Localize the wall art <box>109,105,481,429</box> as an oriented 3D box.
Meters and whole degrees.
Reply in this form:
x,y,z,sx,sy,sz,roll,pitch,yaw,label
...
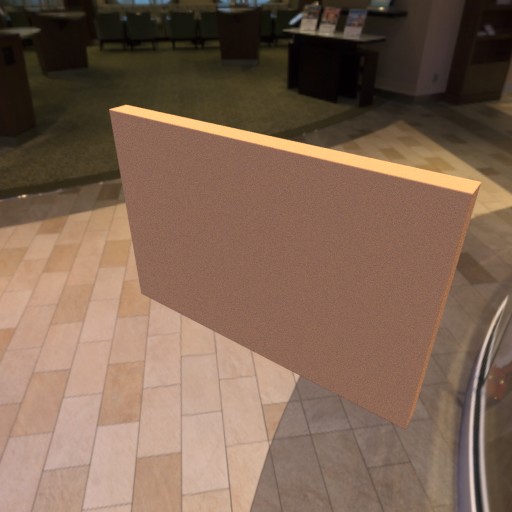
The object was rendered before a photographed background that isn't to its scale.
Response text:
x,y,z,sx,sy,sz,roll,pitch,yaw,label
0.000,0.000,0.756,0.609,0.407,0.039,21,38,29,wall art
